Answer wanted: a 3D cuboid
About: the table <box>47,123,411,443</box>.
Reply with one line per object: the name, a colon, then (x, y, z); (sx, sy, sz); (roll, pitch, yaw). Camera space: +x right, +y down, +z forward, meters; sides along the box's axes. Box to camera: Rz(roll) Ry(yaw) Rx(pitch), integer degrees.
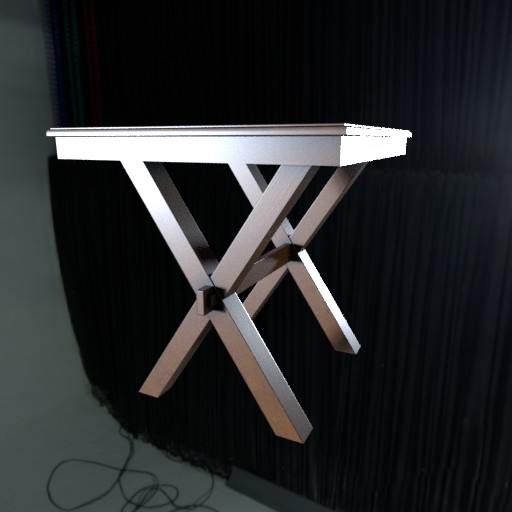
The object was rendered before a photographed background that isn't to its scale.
table: (0.000, 0.000, 1.024); (0.560, 0.562, 0.602); (7, 16, 25)
